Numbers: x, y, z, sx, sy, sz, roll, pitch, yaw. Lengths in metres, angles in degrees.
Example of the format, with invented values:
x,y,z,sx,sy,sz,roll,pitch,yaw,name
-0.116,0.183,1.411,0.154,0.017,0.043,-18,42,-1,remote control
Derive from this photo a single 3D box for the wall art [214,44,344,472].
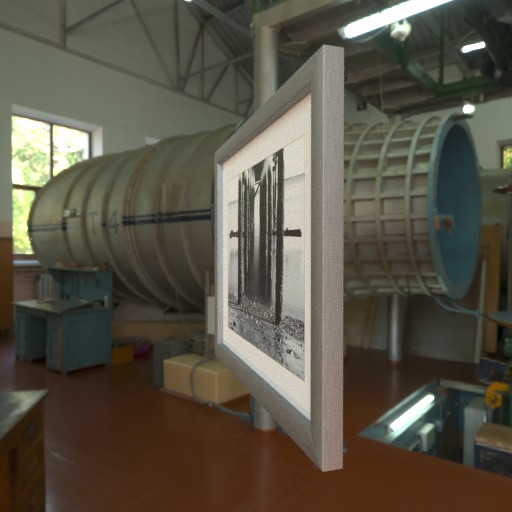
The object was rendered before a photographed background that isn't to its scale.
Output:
x,y,z,sx,sy,sz,roll,pitch,yaw,name
0.000,0.000,0.741,0.028,0.457,0.556,0,1,-17,wall art
